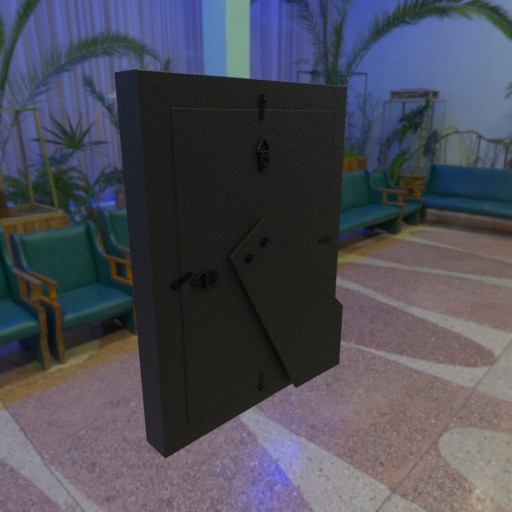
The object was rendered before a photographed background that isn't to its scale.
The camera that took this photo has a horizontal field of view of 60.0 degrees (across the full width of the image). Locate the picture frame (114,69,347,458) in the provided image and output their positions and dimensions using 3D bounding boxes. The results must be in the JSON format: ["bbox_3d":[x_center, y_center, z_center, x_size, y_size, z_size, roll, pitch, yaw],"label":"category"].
[{"bbox_3d":[0.000,0.000,0.281,0.157,0.208,0.028,-16,23,-41],"label":"picture frame"}]
